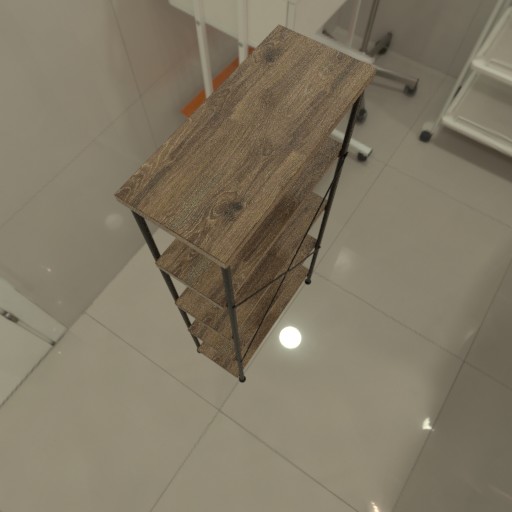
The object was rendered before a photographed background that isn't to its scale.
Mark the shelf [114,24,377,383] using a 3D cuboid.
[{"bbox_3d":[0.000,0.000,2.028,0.360,1.700,0.800,31,68,14],"label":"shelf"}]
